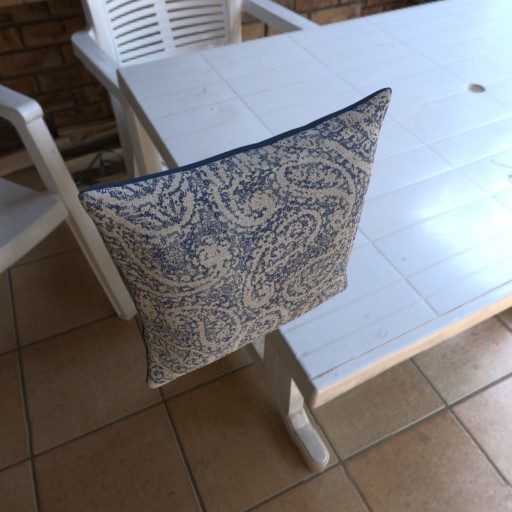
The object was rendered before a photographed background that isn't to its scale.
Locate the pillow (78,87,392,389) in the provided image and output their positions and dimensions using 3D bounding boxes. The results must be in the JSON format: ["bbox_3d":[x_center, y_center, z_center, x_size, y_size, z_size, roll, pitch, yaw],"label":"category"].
[{"bbox_3d":[0.000,0.000,0.817,0.523,0.510,0.166,-24,52,-20],"label":"pillow"}]
